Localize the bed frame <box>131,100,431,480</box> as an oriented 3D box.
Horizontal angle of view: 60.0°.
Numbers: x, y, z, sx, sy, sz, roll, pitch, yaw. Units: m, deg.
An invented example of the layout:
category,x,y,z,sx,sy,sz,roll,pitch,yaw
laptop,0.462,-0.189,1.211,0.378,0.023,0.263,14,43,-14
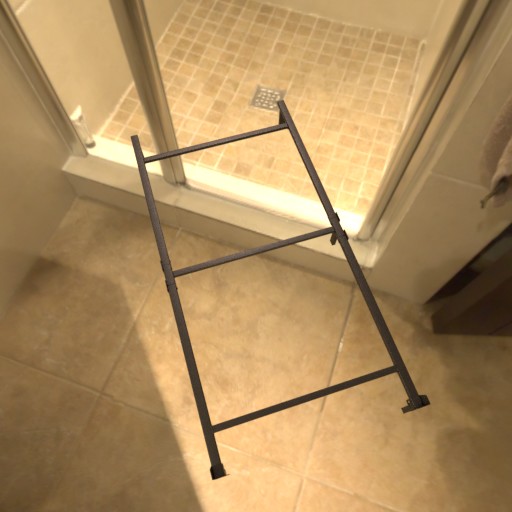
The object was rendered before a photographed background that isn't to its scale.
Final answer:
category,x,y,z,sx,sy,sz,roll,pitch,yaw
bed frame,0.000,0.000,2.327,0.968,0.248,1.897,-16,65,-8
